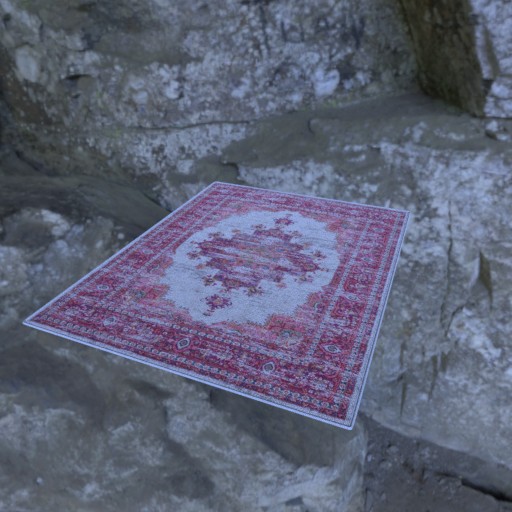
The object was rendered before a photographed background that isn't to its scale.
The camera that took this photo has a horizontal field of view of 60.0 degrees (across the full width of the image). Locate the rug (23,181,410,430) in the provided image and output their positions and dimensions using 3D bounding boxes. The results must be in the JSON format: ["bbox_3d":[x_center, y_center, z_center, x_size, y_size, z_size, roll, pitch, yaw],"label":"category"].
[{"bbox_3d":[0.000,0.000,4.098,2.447,0.017,3.123,12,32,19],"label":"rug"}]
